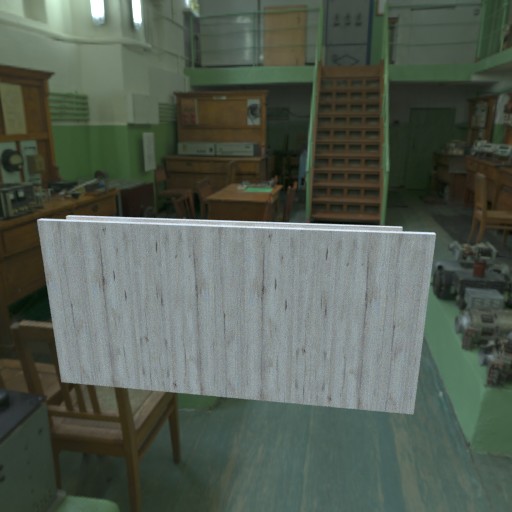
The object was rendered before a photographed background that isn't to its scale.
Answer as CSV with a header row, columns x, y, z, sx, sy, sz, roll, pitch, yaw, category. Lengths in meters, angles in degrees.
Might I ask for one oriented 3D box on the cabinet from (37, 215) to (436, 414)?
x,y,z,sx,sy,sz,roll,pitch,yaw,category
0.000,0.000,3.249,1.950,0.970,2.080,3,18,8,cabinet
